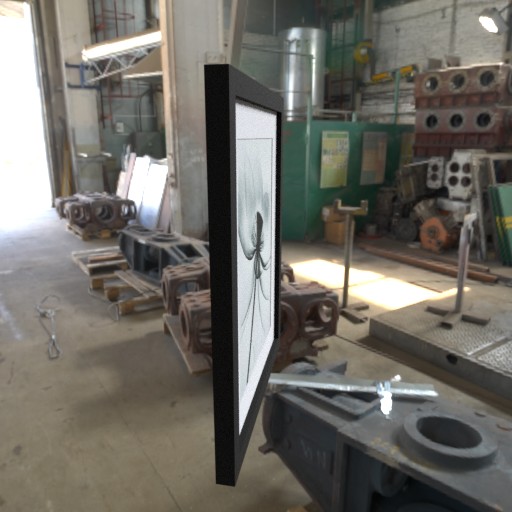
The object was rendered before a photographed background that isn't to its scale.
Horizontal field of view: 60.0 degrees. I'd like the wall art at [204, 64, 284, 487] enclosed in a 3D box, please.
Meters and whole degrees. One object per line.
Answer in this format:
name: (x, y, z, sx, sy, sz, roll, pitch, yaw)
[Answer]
wall art: (0.000, 0.000, 0.778, 0.029, 0.559, 0.457, 3, 15, 11)
